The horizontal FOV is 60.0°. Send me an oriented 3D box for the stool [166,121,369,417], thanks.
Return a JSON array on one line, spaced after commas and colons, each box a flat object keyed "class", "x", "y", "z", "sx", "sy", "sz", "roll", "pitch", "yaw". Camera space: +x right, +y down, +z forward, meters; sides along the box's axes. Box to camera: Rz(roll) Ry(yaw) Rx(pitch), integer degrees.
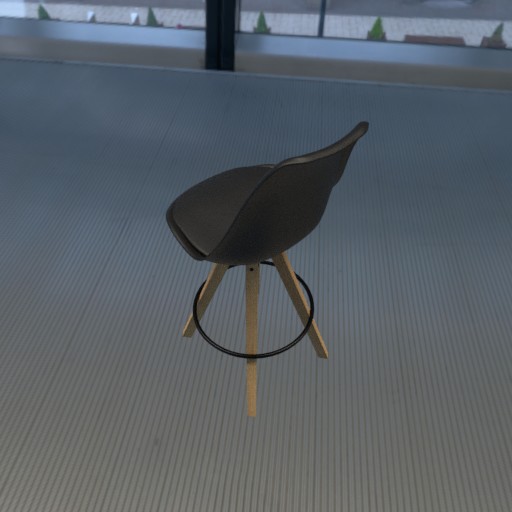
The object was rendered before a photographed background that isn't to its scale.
[{"class": "stool", "x": 0.000, "y": 0.000, "z": 1.456, "sx": 0.485, "sy": 1.115, "sz": 0.550, "roll": -31, "pitch": 54, "yaw": -26}]
